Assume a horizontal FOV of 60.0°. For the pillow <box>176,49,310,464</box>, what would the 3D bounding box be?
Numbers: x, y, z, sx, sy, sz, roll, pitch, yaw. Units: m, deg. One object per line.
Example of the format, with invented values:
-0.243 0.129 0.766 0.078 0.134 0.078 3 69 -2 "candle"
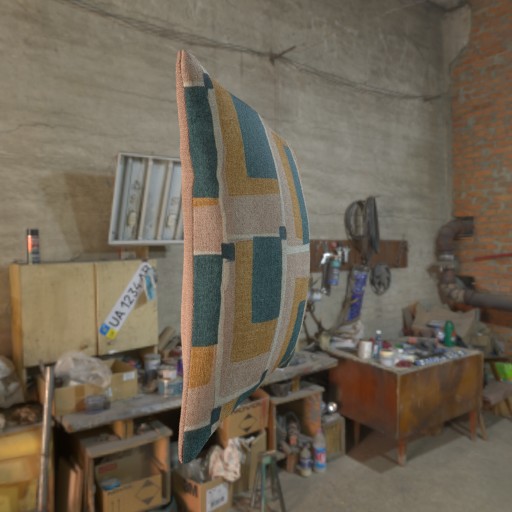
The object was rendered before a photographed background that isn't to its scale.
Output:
0.000 0.000 0.730 0.158 0.479 0.478 0 0 19 "pillow"
